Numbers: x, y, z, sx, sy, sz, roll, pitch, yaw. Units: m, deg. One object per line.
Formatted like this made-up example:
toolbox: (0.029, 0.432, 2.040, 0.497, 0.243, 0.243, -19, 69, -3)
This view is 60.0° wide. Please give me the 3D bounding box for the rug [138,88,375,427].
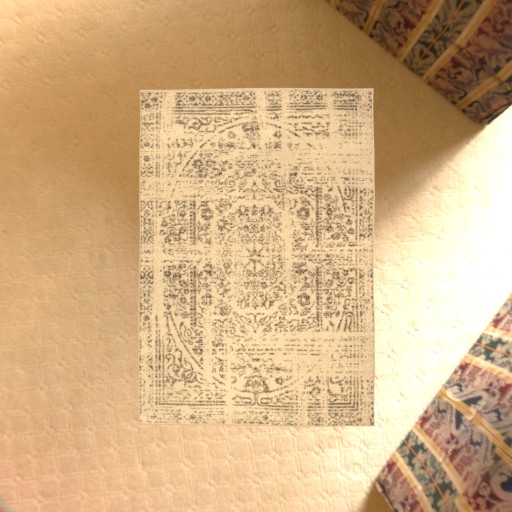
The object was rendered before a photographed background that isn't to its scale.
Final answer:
rug: (0.000, 0.000, 3.192, 1.706, 0.026, 2.438, 0, 89, 1)
